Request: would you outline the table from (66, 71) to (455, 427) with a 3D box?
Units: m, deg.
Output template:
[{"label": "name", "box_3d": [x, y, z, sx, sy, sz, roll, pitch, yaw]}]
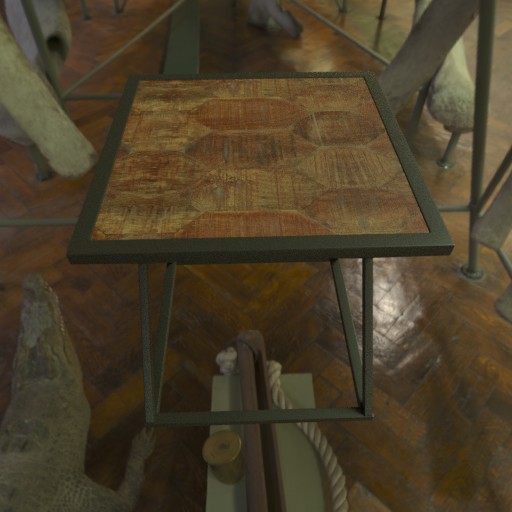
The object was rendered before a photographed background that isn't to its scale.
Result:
[{"label": "table", "box_3d": [0.000, 0.000, 0.944, 0.500, 0.565, 0.500, -1, 47, -1]}]
